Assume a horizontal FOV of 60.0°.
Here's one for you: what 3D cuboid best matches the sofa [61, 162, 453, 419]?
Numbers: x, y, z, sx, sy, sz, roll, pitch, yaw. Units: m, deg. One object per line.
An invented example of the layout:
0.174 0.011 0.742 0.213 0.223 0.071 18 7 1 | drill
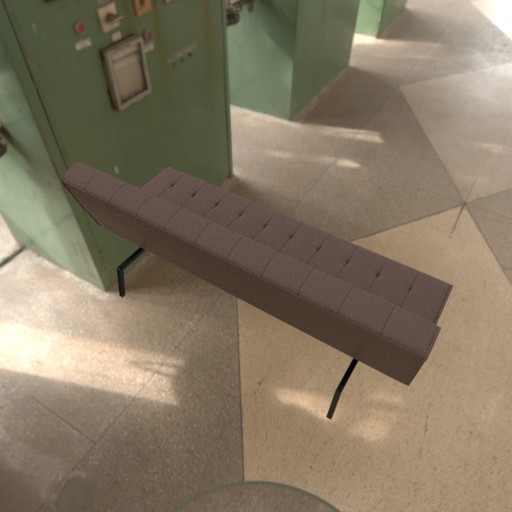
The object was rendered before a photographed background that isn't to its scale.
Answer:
0.000 0.000 2.125 1.703 0.699 0.747 25 52 21 | sofa
